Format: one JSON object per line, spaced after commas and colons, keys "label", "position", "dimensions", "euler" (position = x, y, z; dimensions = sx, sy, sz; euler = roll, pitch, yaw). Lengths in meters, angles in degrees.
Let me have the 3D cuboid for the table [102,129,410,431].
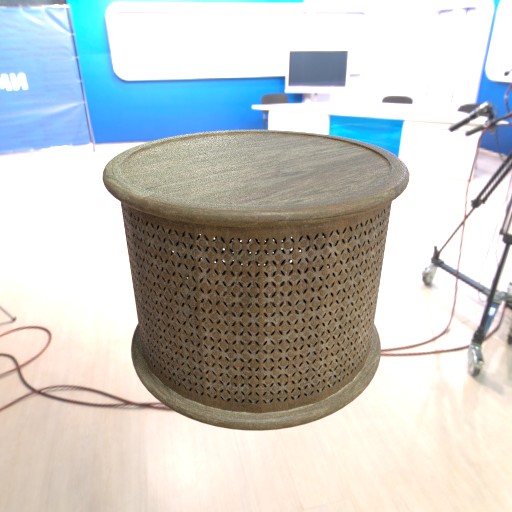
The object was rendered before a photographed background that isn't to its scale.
{"label": "table", "position": [0.000, 0.000, 1.013], "dimensions": [0.607, 0.450, 0.607], "euler": [0, 27, 0]}
